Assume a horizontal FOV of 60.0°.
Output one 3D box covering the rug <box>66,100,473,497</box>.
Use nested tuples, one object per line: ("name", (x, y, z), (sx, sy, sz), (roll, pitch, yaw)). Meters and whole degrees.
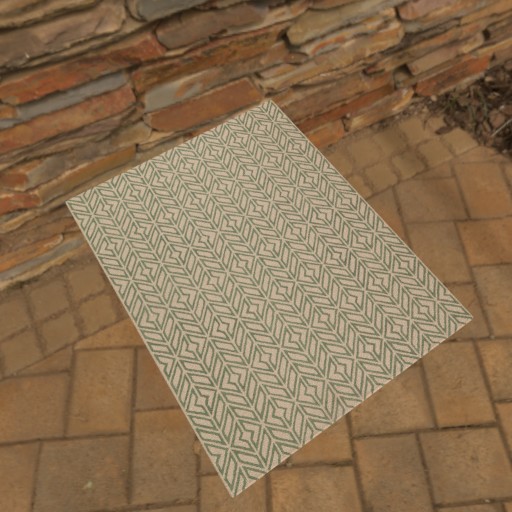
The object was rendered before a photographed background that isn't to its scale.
("rug", (0.000, 0.000, 4.049), (2.441, 0.017, 3.050), (-31, 67, -14))
